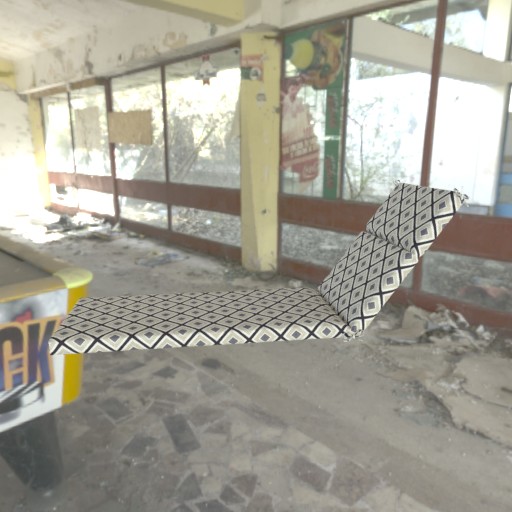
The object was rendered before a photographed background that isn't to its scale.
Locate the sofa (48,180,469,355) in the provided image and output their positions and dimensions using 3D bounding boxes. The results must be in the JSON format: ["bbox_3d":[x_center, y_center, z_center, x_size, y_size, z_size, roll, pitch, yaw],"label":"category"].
[{"bbox_3d":[0.000,0.000,1.963,1.663,0.622,0.582,-2,14,-8],"label":"sofa"}]
